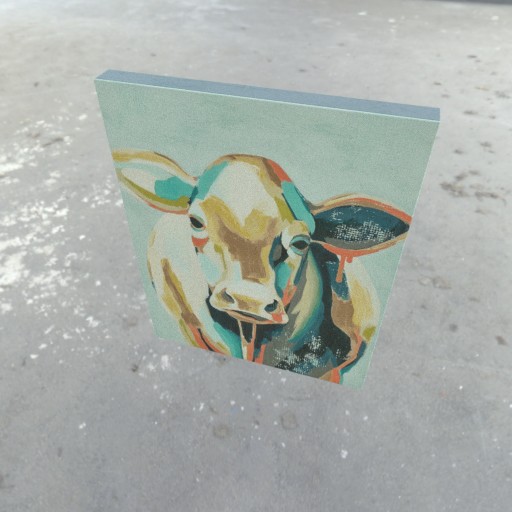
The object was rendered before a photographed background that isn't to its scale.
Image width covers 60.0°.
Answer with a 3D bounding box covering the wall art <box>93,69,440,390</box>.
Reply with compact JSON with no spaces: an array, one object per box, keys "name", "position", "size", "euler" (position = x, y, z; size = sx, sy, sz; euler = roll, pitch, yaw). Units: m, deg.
[{"name":"wall art","position":[0.000,0.000,0.684],"size":[0.409,0.509,0.037],"euler":[12,43,13]}]
